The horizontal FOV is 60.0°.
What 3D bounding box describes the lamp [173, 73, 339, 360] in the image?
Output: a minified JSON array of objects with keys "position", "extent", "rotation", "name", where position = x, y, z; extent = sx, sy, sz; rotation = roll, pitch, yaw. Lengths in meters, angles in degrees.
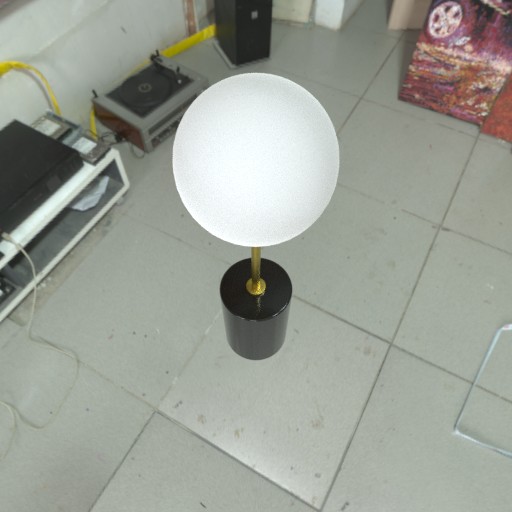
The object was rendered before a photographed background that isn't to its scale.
[{"position":[0.000,0.000,0.550],"extent":[0.153,0.480,0.153],"rotation":[0,58,0],"name":"lamp"}]
